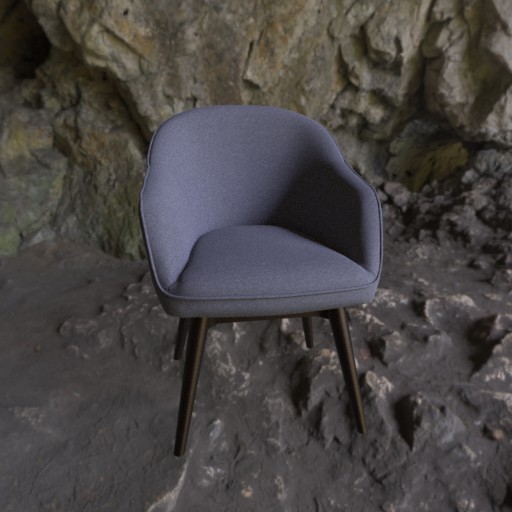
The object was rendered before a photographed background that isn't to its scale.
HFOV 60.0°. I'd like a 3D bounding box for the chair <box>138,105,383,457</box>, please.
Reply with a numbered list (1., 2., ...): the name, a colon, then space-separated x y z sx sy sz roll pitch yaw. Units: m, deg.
1. chair: 0.000 0.000 1.217 0.589 0.810 0.611 -3 17 -10
